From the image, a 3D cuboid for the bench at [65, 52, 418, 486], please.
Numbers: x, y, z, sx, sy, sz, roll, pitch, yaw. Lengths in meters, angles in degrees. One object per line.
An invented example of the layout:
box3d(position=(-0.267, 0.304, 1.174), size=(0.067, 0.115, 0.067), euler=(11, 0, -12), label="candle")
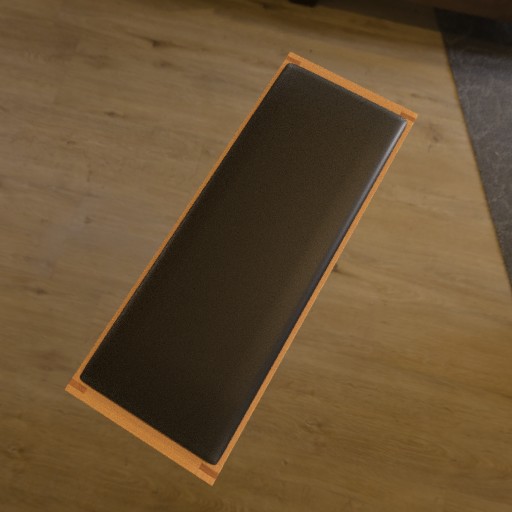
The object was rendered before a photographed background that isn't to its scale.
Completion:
box3d(position=(0.000, 0.000, 1.414), size=(0.450, 0.430, 1.202), euler=(29, 77, 8), label="bench")
